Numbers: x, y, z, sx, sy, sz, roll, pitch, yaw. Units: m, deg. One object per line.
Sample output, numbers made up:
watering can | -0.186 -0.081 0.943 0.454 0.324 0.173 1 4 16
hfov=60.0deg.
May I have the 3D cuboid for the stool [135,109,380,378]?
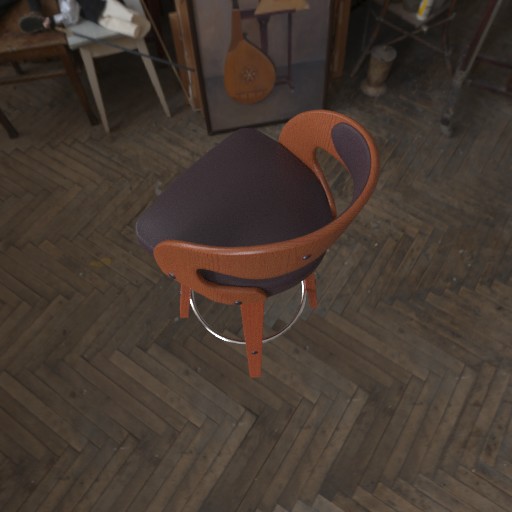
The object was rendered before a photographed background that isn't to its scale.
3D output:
stool | 0.000 0.000 1.215 0.457 0.940 0.457 37 69 17
